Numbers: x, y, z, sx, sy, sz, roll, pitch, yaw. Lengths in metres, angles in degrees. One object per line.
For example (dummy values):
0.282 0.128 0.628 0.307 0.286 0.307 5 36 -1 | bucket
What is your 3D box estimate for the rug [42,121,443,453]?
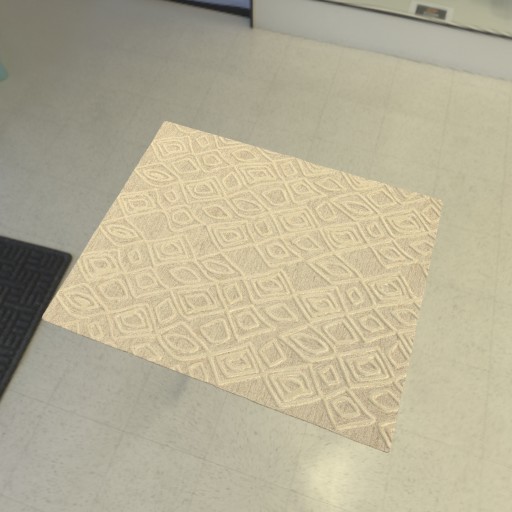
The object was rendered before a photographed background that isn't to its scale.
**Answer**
0.000 0.000 4.094 3.049 0.025 2.449 18 64 9 | rug
